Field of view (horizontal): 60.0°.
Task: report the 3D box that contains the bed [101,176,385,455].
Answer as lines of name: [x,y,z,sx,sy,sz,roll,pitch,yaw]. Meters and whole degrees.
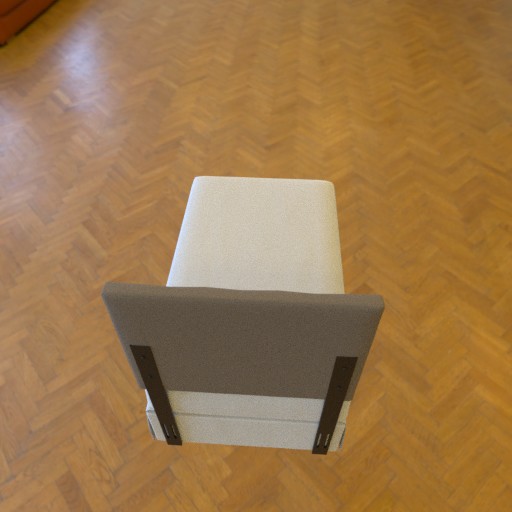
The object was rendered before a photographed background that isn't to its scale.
bed: [0.000,0.000,2.982,1.261,1.571,1.997,3,47,2]
